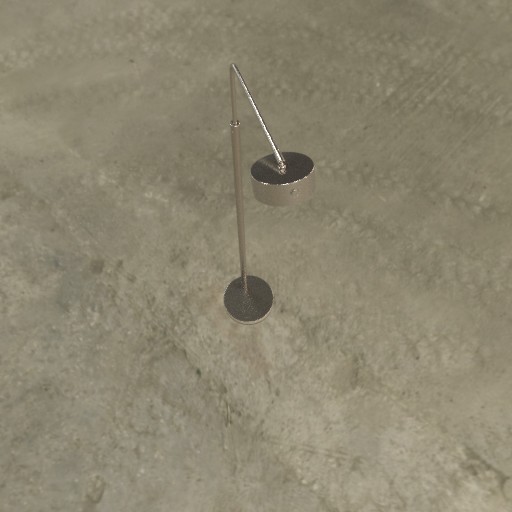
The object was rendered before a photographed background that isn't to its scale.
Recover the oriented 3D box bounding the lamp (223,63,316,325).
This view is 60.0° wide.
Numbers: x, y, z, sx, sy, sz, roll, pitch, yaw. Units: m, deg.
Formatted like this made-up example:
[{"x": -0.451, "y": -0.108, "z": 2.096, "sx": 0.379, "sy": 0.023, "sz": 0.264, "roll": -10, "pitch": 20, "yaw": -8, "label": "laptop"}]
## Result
[{"x": 0.000, "y": 0.000, "z": 1.401, "sx": 0.222, "sy": 1.250, "sz": 0.421, "roll": -17, "pitch": 64, "yaw": -9, "label": "lamp"}]
